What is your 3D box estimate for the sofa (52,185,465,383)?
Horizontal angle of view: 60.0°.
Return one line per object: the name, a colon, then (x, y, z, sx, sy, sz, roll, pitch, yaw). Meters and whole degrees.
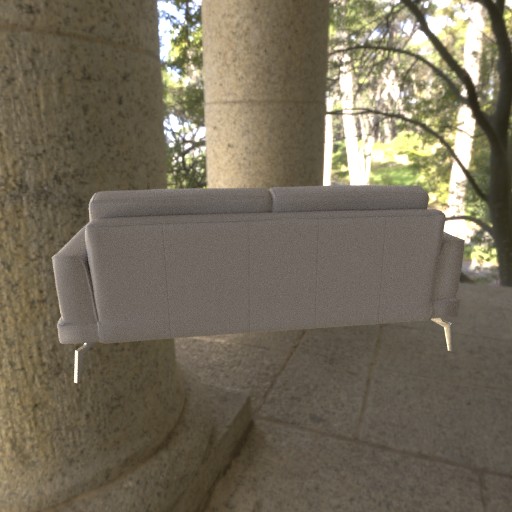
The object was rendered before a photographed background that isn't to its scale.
sofa: (0.000, 0.000, 2.751, 2.177, 0.930, 1.121, -2, 16, -9)
